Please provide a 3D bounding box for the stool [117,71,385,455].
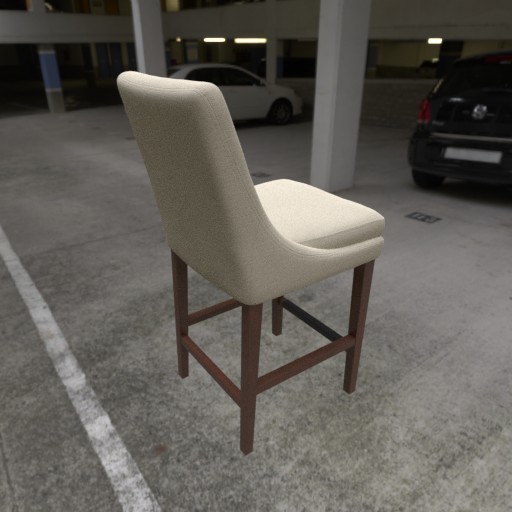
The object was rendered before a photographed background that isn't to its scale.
[{"bbox_3d":[0.000,0.000,1.274,0.577,0.981,0.470,-18,31,-32],"label":"stool"}]
